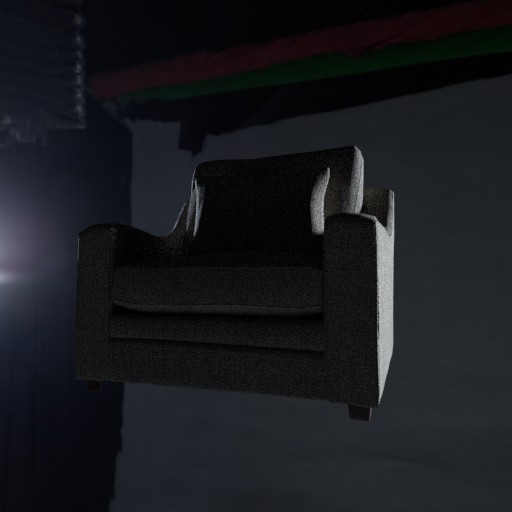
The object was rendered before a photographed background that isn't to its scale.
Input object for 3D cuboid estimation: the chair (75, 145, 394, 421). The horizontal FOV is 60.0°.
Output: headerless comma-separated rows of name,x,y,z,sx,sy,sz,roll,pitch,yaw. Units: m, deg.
chair,0.000,0.000,1.956,1.138,1.037,1.009,-1,-2,19
